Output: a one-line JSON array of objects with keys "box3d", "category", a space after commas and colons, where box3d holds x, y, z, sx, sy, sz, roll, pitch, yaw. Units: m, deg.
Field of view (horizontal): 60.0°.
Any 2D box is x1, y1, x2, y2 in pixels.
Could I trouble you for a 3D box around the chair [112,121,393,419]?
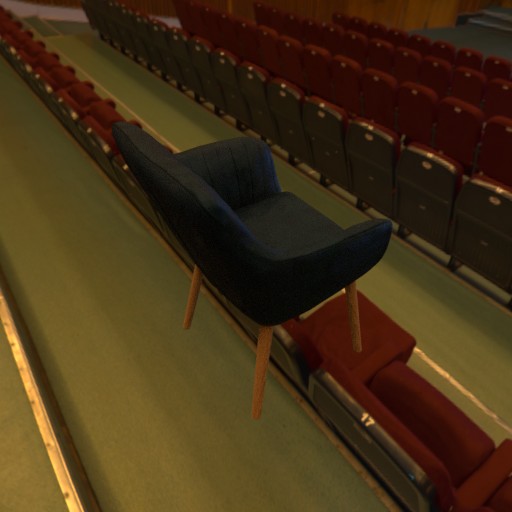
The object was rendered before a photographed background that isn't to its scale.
[{"box3d": [0.000, 0.000, 1.277, 0.573, 0.826, 0.578, -25, 47, -26], "category": "chair"}]
